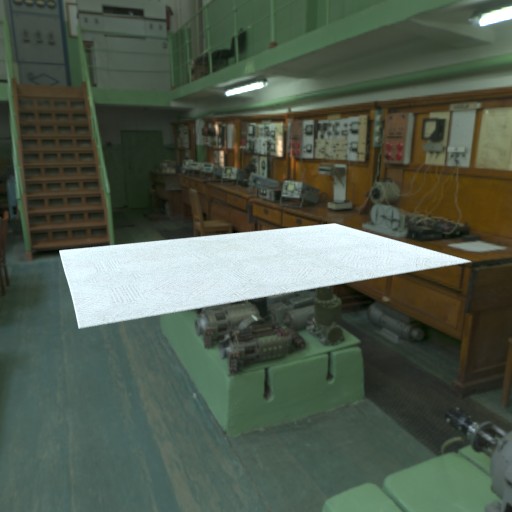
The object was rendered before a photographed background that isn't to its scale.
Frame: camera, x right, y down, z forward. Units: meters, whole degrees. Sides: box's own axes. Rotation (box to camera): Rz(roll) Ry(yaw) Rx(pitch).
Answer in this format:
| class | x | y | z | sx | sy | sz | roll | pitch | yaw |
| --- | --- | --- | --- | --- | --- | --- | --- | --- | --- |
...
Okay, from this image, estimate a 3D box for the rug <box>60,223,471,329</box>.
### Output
| class | x | y | z | sx | sy | sz | roll | pitch | yaw |
| --- | --- | --- | --- | --- | --- | --- | --- | --- | --- |
| rug | 0.000 | 0.000 | 3.083 | 2.440 | 0.008 | 1.524 | -7 | 16 | -25 |
